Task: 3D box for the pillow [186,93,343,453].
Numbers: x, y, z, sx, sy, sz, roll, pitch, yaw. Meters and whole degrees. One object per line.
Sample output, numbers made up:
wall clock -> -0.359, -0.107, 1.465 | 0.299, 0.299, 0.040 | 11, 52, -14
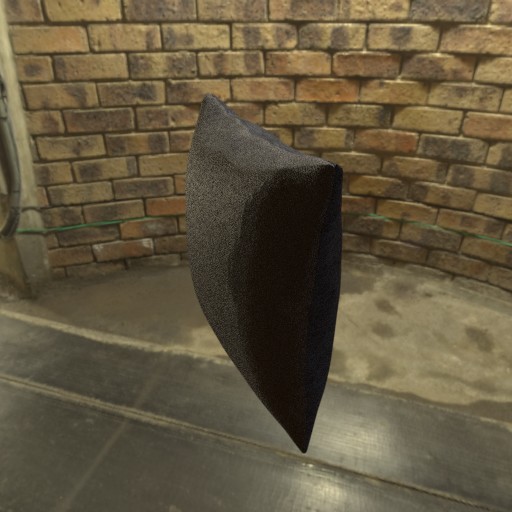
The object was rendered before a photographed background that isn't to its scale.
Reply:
pillow -> 0.000, 0.000, 0.714 | 0.204, 0.439, 0.452 | -11, 31, -18
